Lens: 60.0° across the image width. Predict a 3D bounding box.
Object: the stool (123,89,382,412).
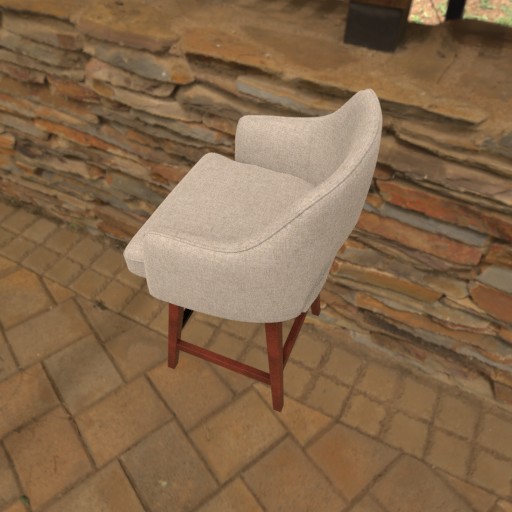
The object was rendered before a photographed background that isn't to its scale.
[{"bbox_3d":[0.000,0.000,1.324,0.558,0.944,0.599,17,50,15],"label":"stool"}]
